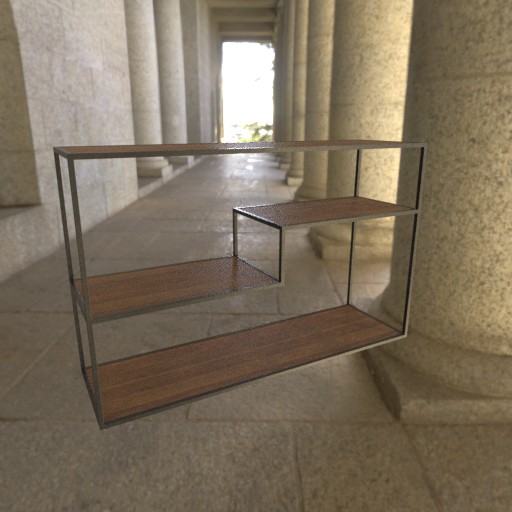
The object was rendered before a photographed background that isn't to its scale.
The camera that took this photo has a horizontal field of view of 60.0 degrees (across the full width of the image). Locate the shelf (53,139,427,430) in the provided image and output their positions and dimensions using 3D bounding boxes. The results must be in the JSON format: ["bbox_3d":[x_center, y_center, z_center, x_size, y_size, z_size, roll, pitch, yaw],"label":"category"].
[{"bbox_3d":[0.000,0.000,1.567,1.201,0.765,0.361,-9,19,-27],"label":"shelf"}]
